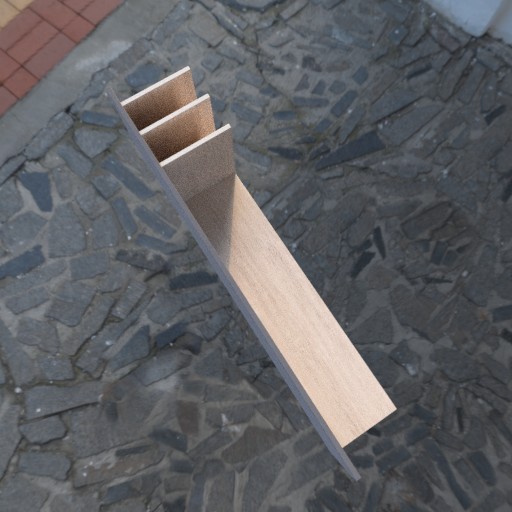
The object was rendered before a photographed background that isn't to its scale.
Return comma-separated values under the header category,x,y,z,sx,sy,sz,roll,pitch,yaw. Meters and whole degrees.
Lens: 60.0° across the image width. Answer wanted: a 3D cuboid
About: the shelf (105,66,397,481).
category,x,y,z,sx,sy,sz,roll,pitch,yaw
shelf,0.000,0.000,1.111,0.200,0.300,1.020,-32,78,-8
